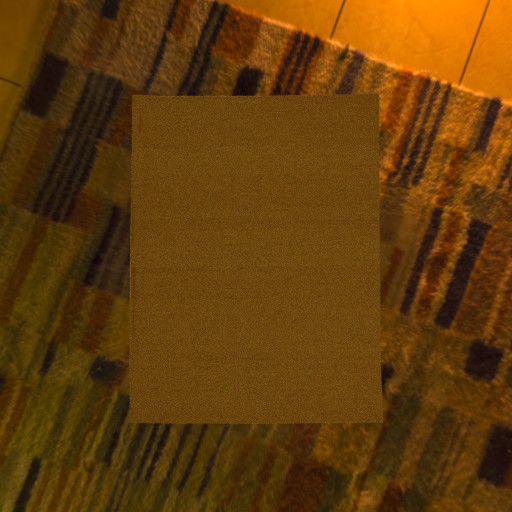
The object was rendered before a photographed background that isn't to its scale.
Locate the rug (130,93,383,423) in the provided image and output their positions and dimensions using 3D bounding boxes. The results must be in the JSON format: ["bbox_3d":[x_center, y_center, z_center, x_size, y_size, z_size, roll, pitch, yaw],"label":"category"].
[{"bbox_3d":[0.000,0.000,4.290,2.434,0.045,3.202,0,88,0],"label":"rug"}]
